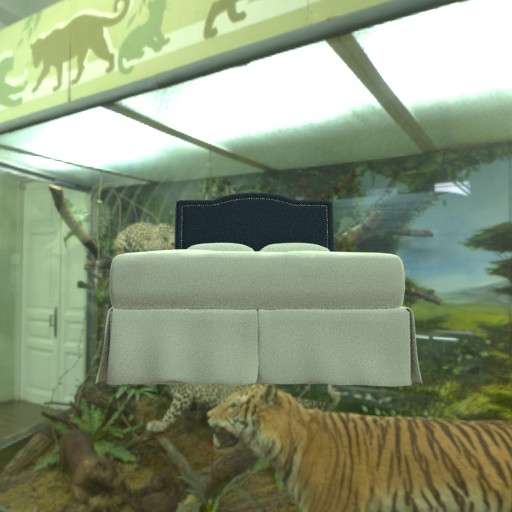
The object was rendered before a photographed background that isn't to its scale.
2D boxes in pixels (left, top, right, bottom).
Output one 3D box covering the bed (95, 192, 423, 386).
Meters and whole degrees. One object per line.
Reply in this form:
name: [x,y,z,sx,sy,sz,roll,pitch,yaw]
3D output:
bed: [0.000,0.000,3.548,1.741,1.441,2.507,0,-2,0]
